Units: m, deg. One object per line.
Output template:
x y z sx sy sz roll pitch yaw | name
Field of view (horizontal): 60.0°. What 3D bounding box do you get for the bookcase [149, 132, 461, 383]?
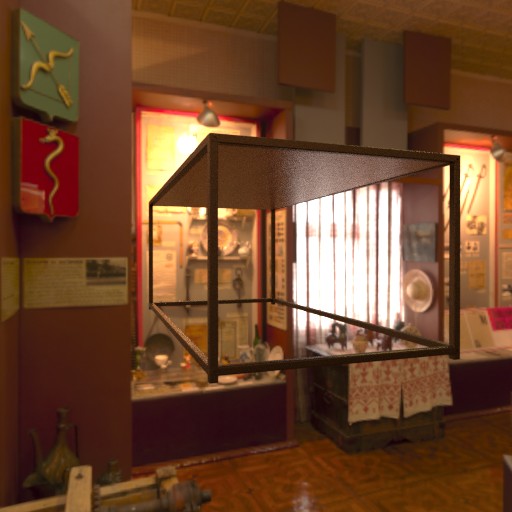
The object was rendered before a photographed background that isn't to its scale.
0.000 0.000 1.255 0.500 0.400 1.000 0 0 -19 | bookcase
